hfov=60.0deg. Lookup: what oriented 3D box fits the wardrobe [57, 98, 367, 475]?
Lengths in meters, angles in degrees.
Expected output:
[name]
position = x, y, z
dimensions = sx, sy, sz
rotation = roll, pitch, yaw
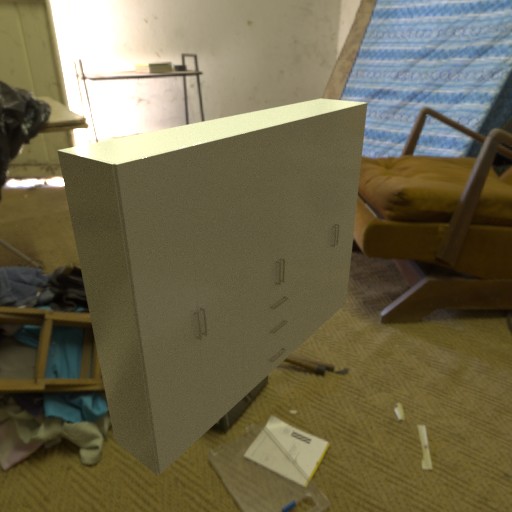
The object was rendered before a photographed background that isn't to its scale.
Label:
[wardrobe]
position = 0.000, 0.000, 3.982
dimensions = 0.580, 2.360, 3.000
rotation = 19, 32, 33
